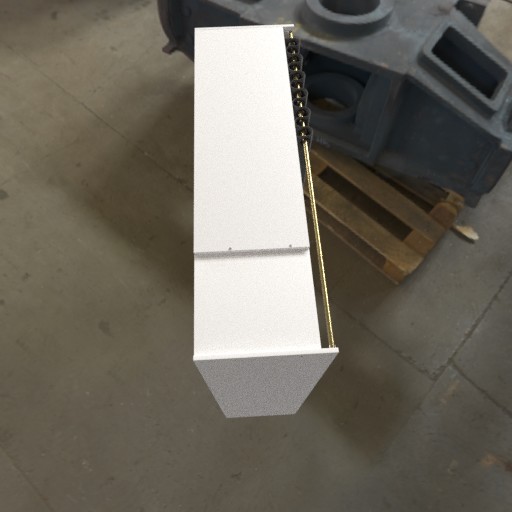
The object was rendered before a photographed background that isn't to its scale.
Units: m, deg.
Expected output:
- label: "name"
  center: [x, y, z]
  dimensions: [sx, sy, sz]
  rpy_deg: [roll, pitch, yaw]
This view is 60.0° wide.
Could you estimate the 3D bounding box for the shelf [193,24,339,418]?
- label: "shelf"
  center: [0.000, 0.000, 2.609]
  dimensions: [0.500, 1.810, 1.600]
  rpy_deg: [-3, 64, -1]
